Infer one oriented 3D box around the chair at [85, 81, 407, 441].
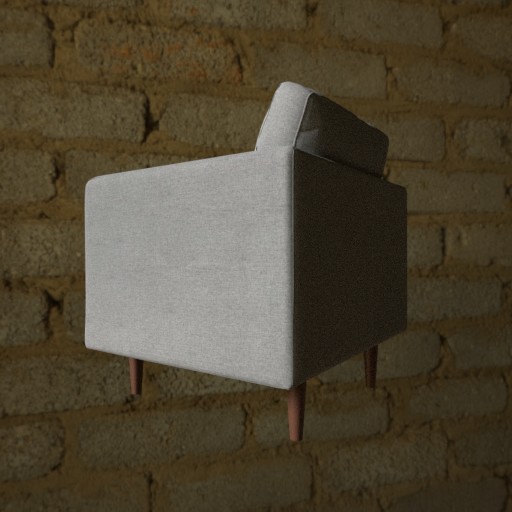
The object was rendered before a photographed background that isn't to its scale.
[{"bbox_3d":[0.000,0.000,1.524,0.800,0.927,0.855,1,1,35],"label":"chair"}]
